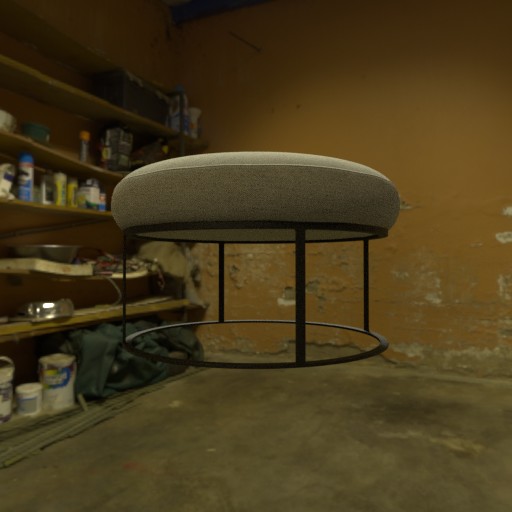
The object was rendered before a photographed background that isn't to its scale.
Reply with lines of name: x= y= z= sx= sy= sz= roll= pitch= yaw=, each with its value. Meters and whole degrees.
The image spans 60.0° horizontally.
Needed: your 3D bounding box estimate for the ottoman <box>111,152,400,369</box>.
ottoman: x=0.000 y=0.000 z=1.233 sx=0.769 sy=0.459 sz=0.769 roll=0 pitch=-1 yaw=0
